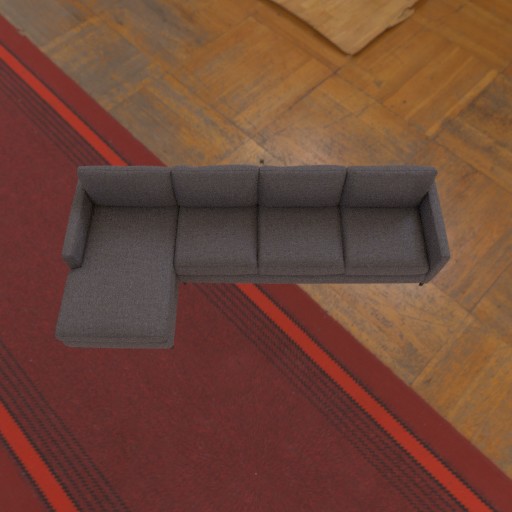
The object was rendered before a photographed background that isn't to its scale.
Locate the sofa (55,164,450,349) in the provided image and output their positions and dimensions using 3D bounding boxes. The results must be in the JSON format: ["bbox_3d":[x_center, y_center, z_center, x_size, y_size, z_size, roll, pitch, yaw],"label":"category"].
[{"bbox_3d":[0.000,0.000,3.242,2.731,0.754,1.258,0,64,0],"label":"sofa"}]
